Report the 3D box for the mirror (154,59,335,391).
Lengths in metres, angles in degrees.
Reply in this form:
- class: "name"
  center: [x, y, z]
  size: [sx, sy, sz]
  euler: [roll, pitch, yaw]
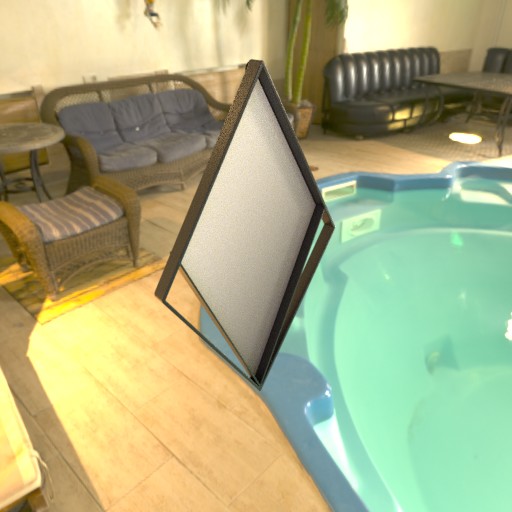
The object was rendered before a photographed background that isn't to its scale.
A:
- class: "mirror"
  center: [0.000, 0.000, 0.835]
  size: [0.419, 0.679, 0.032]
  euler: [-23, 36, -35]
